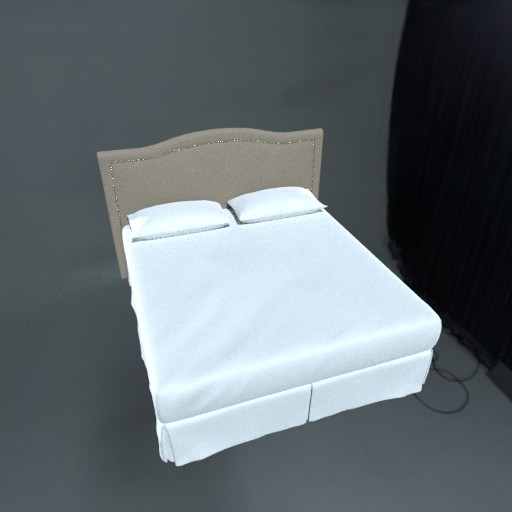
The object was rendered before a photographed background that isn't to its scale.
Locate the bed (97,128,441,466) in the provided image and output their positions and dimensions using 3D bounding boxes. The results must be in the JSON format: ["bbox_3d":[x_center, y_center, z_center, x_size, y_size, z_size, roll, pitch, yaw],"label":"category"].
[{"bbox_3d":[0.000,0.000,3.474,2.083,1.421,2.182,-11,34,-16],"label":"bed"}]
